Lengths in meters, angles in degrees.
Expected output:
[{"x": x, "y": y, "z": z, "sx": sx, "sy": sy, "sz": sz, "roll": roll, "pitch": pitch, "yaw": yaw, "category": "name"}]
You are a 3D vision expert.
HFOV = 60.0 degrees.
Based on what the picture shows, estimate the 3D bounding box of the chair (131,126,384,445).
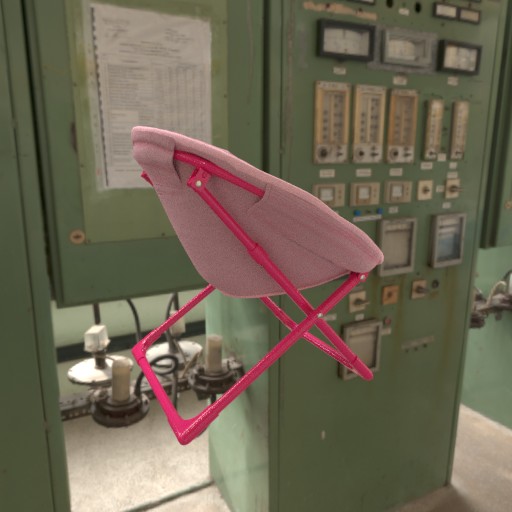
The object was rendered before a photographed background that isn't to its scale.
[{"x": 0.000, "y": 0.000, "z": 0.898, "sx": 0.459, "sy": 0.494, "sz": 0.522, "roll": -6, "pitch": 14, "yaw": -26, "category": "chair"}]
